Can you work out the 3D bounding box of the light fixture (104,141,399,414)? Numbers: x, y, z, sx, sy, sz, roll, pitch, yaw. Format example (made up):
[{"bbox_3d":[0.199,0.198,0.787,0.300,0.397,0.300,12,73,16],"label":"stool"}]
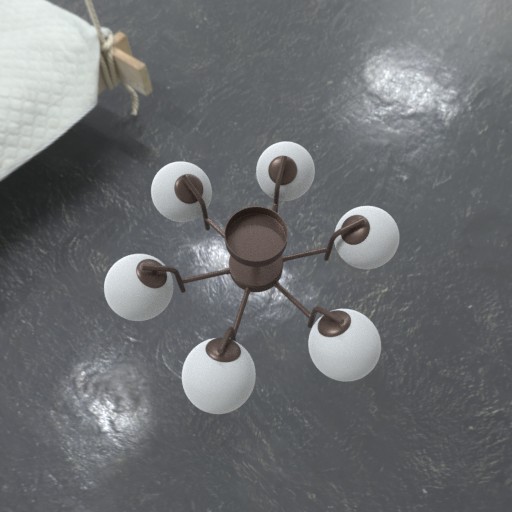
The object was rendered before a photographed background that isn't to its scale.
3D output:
[{"bbox_3d":[0.000,0.000,0.960,0.662,0.201,0.662,0,63,0],"label":"light fixture"}]
